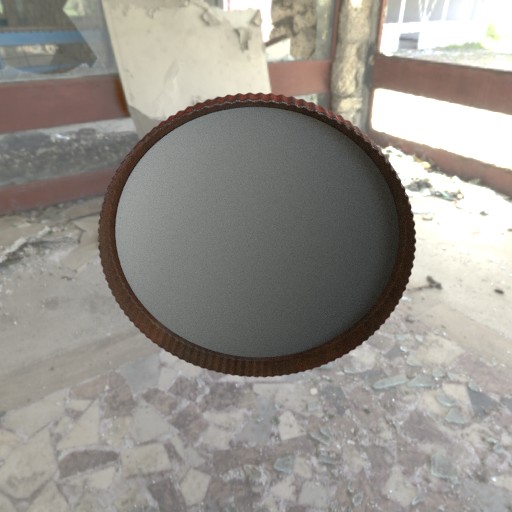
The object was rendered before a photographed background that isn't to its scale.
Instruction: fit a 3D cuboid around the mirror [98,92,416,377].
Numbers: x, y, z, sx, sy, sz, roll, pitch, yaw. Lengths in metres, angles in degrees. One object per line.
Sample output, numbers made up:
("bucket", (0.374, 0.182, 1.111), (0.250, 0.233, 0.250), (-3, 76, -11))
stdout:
("mirror", (0.000, 0.000, 0.879), (0.609, 0.609, 0.056), (1, 30, 1))
